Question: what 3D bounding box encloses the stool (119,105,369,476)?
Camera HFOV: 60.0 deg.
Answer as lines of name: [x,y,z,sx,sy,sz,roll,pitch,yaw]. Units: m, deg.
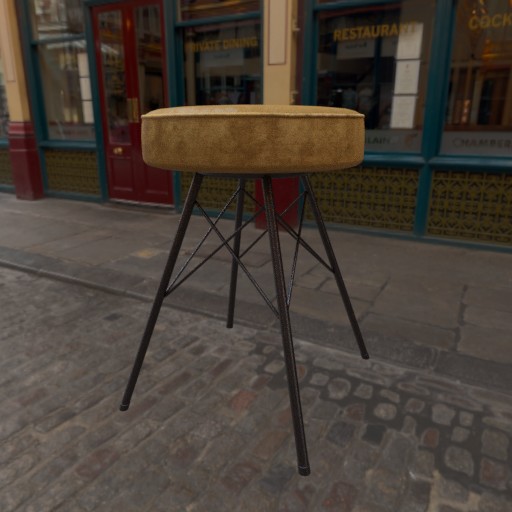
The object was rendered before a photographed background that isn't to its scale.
stool: [0.000,0.000,0.940,0.438,0.595,0.472,9,18,28]
